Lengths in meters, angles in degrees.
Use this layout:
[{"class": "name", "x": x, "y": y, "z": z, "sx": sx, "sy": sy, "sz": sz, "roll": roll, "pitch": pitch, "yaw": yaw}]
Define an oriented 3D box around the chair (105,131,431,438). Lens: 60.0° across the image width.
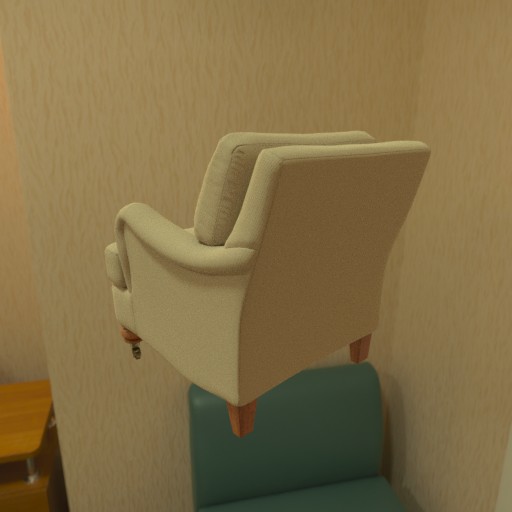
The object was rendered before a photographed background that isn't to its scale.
[{"class": "chair", "x": 0.000, "y": 0.000, "z": 1.911, "sx": 0.955, "sy": 1.038, "sz": 1.070, "roll": -15, "pitch": 22, "yaw": -42}]
